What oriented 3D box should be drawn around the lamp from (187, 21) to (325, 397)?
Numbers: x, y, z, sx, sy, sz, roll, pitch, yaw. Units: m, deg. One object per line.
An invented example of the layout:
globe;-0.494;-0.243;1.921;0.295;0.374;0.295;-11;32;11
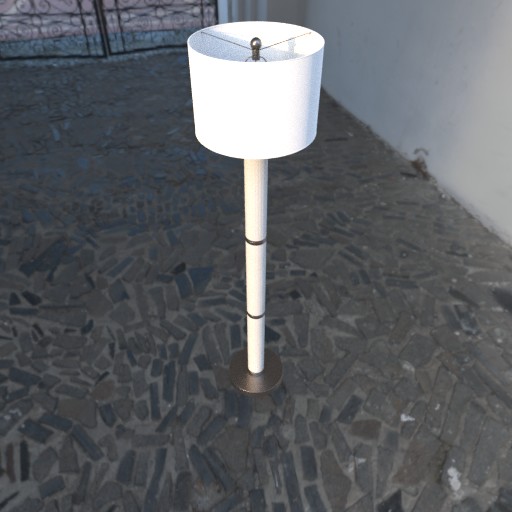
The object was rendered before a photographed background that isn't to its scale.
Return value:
lamp;0.000;0.000;1.743;0.377;1.599;0.377;0;42;0
